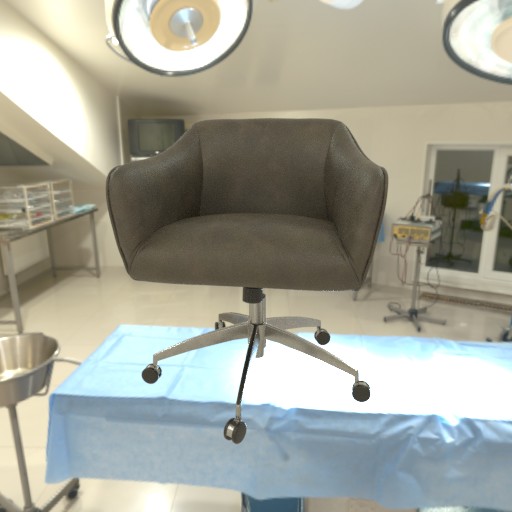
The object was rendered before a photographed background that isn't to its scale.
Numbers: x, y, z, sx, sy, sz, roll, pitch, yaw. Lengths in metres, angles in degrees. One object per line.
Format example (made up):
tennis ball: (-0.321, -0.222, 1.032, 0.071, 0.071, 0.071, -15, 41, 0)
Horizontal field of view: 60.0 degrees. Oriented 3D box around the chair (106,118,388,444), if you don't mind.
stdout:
chair: (0.000, 0.000, 1.342, 0.713, 0.827, 0.689, 2, 14, 8)
